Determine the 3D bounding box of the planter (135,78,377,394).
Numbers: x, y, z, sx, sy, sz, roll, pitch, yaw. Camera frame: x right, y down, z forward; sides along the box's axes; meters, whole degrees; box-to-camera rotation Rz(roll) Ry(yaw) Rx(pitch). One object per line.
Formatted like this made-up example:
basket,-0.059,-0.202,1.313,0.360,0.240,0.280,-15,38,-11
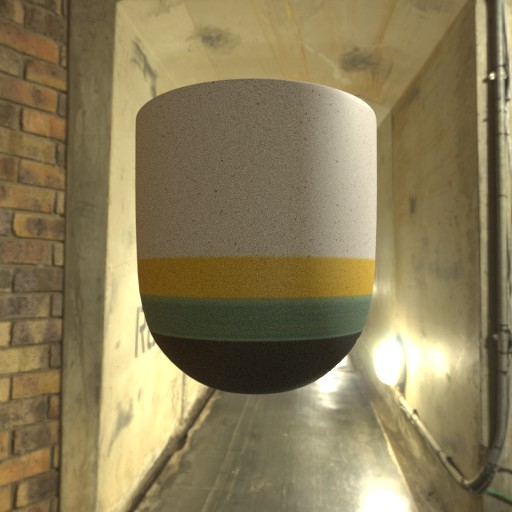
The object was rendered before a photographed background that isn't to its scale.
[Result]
planter,0.000,0.000,0.367,0.195,0.214,0.195,0,-2,0
